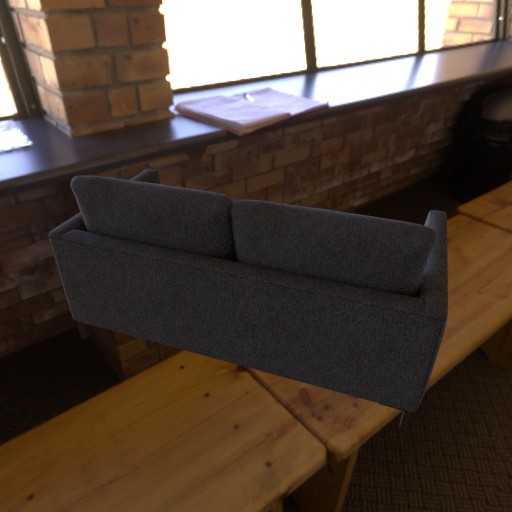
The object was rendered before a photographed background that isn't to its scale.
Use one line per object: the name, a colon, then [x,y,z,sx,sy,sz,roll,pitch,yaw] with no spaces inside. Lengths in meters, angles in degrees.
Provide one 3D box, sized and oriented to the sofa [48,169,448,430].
sofa: [0.000,0.000,2.179,1.716,0.862,0.866,11,34,17]
